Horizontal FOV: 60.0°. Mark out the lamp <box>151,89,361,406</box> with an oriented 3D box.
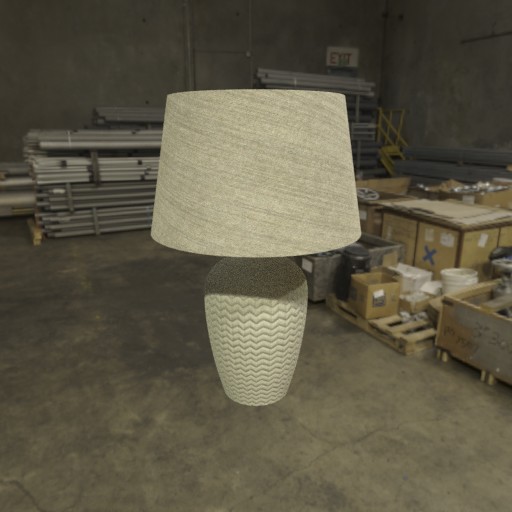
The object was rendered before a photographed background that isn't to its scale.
[{"bbox_3d":[0.000,0.000,0.857,0.390,0.580,0.390,0,16,0],"label":"lamp"}]
